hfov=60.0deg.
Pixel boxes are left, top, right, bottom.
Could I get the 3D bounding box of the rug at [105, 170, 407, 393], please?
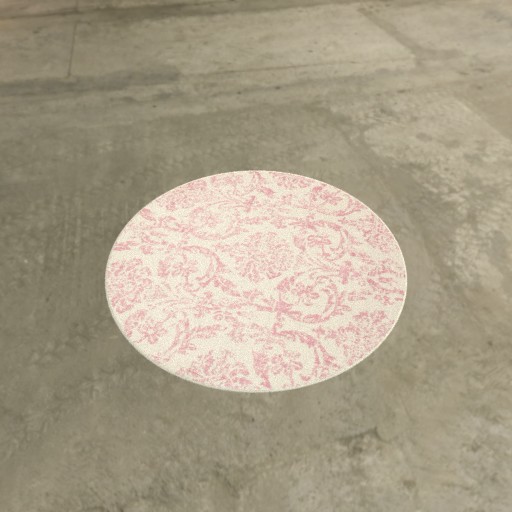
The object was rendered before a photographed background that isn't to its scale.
[{"bbox_3d":[0.000,0.000,2.401,1.593,0.012,1.593,0,46,0],"label":"rug"}]
